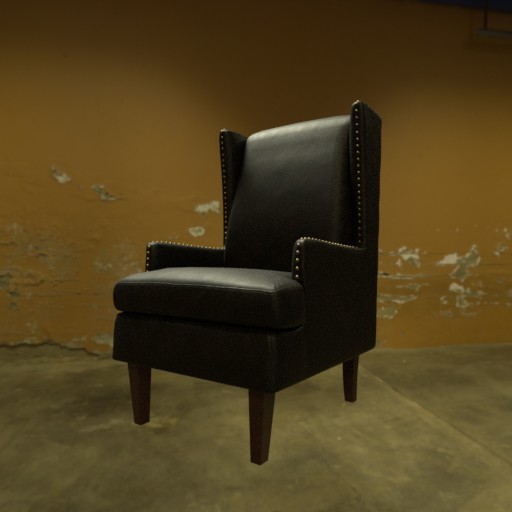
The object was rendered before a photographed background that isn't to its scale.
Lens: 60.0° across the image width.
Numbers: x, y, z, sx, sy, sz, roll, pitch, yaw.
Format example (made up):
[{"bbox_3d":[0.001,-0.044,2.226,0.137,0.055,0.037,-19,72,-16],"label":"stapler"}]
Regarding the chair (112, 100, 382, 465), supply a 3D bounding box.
[{"bbox_3d":[0.000,0.000,1.646,0.703,1.142,0.799,0,0,35],"label":"chair"}]
